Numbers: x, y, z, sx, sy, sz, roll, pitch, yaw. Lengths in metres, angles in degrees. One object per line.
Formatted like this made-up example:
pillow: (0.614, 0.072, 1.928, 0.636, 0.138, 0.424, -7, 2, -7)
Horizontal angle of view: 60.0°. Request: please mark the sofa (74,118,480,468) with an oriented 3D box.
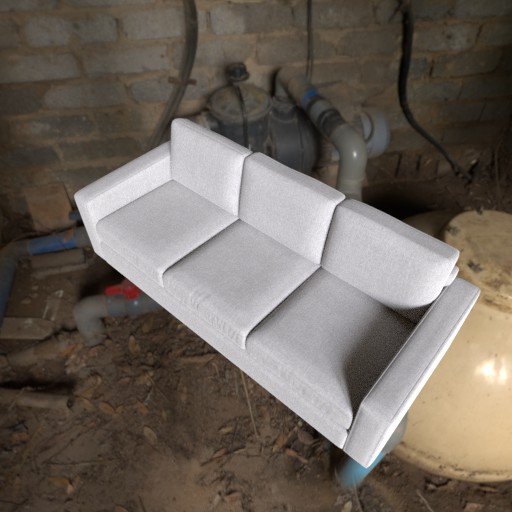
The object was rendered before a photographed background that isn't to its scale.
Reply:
sofa: (0.000, 0.000, 2.481, 2.120, 0.800, 0.900, 32, 55, 27)
